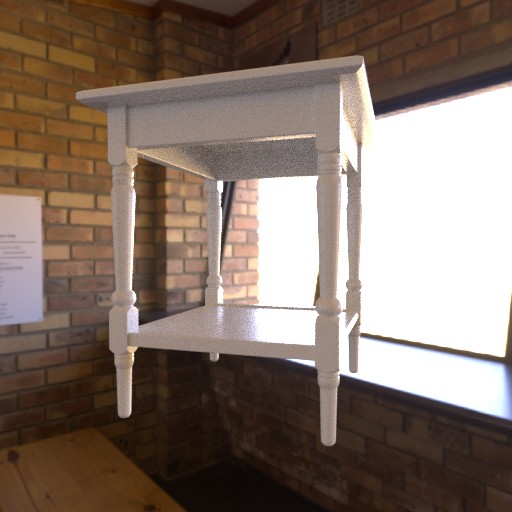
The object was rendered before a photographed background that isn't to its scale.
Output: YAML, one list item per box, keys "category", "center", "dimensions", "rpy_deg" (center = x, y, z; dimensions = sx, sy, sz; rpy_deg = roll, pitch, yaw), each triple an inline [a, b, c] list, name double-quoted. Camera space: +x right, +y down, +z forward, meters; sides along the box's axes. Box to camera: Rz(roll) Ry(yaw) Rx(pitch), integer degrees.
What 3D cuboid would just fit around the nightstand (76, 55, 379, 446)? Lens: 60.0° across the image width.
- category: "nightstand"
  center: [0.000, 0.000, 0.902]
  dimensions: [0.459, 0.555, 0.505]
  rpy_deg: [0, 1, 18]
